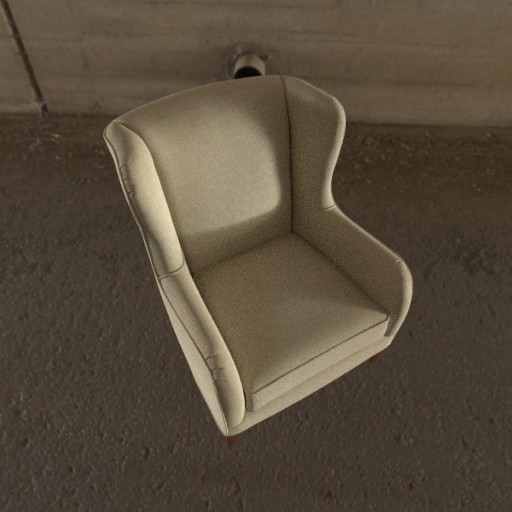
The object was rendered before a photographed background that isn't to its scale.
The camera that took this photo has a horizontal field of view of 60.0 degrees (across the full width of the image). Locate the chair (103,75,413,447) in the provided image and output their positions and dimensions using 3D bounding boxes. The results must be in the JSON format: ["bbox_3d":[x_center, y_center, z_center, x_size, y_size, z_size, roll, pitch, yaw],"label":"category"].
[{"bbox_3d":[0.000,0.000,1.766,0.838,1.040,0.966,-23,51,-20],"label":"chair"}]
